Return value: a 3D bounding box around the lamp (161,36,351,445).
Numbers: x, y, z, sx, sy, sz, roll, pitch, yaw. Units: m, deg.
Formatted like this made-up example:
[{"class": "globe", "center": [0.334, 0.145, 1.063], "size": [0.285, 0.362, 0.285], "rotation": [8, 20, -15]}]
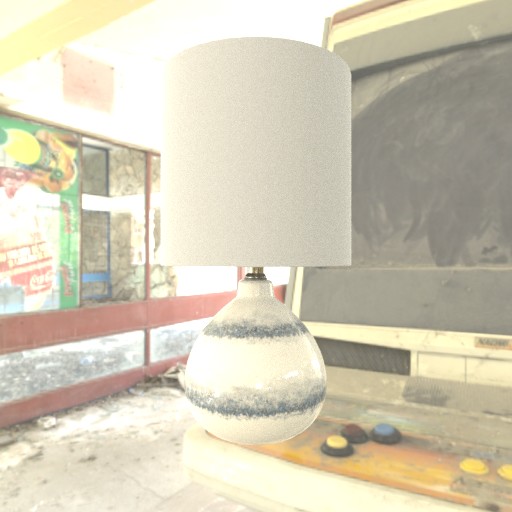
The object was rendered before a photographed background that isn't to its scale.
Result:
[{"class": "lamp", "center": [0.000, 0.000, 0.515], "size": [0.216, 0.404, 0.216], "rotation": [0, 0, -35]}]
